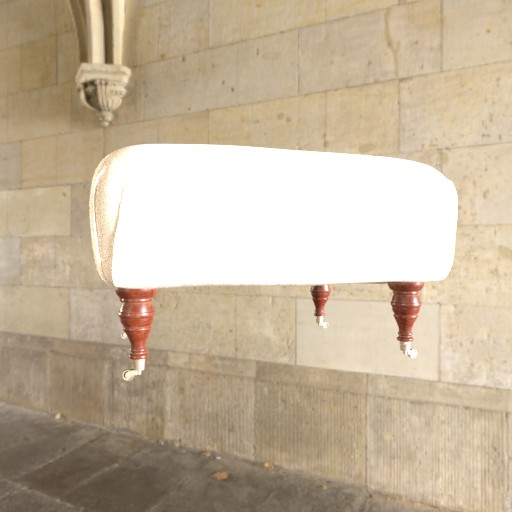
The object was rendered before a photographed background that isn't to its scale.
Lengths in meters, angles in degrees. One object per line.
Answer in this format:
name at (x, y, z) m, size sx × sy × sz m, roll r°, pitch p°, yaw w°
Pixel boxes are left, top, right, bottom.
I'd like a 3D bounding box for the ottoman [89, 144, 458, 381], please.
ottoman at (0.000, 0.000, 1.089) m, size 0.747 × 0.450 × 0.622 m, roll 0°, pitch 0°, yaw -17°
